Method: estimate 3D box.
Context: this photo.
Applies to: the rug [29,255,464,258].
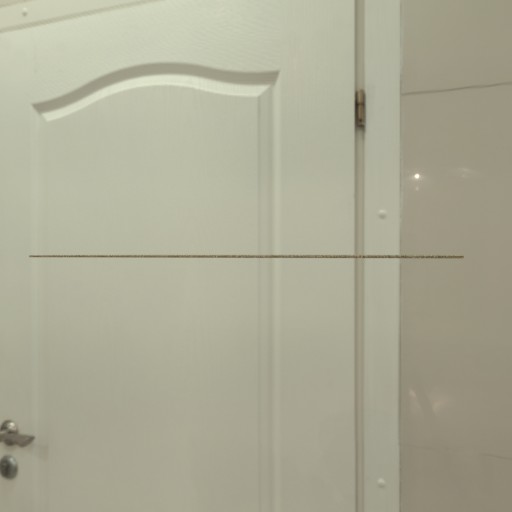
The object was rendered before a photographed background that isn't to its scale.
[{"bbox_3d":[0.000,0.000,3.078,2.448,0.012,1.540,0,0,18],"label":"rug"}]
